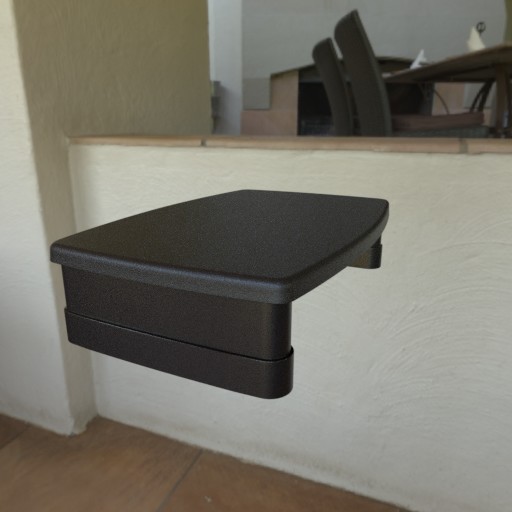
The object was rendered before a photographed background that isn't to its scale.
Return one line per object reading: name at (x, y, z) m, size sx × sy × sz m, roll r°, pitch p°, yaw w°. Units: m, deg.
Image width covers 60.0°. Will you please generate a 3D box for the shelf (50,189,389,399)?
shelf at (0.000, 0.000, 0.539) m, size 0.280 × 0.100 × 0.410 m, roll 8°, pitch 18°, yaw 25°
